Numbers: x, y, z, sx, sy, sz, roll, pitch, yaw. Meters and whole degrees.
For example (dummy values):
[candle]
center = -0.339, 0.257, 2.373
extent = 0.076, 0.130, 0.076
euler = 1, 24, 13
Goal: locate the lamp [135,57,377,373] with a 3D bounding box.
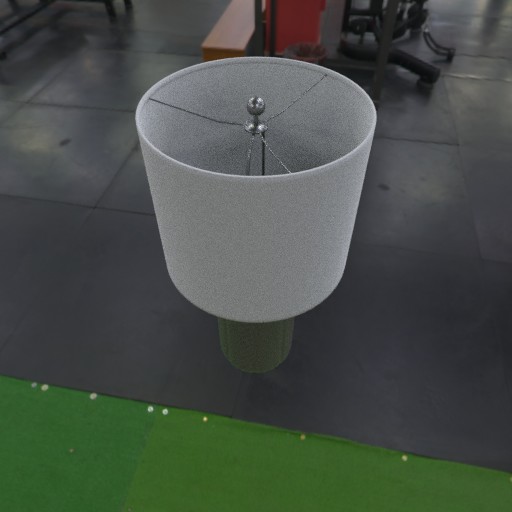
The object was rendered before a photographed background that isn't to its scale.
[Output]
[lamp]
center = 0.000, 0.000, 0.515
extent = 0.203, 0.389, 0.203
euler = 10, 47, 9
